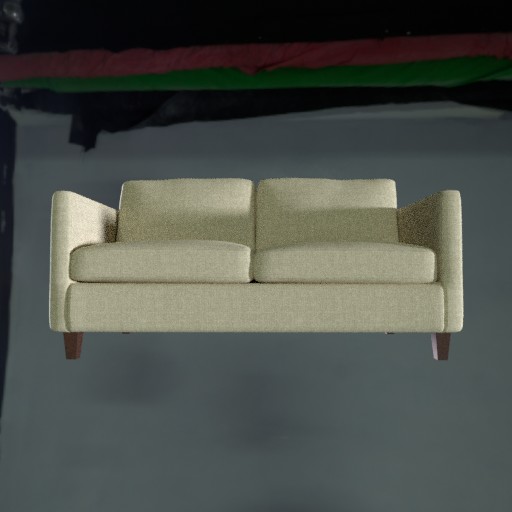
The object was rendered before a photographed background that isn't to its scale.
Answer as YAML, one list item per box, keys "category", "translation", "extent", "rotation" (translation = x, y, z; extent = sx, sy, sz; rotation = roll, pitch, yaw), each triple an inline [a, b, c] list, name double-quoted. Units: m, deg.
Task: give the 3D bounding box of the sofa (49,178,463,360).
- category: "sofa"
  translation: [0.000, 0.000, 2.436]
  extent: [1.884, 0.963, 0.950]
  rotation: [0, -2, 1]
